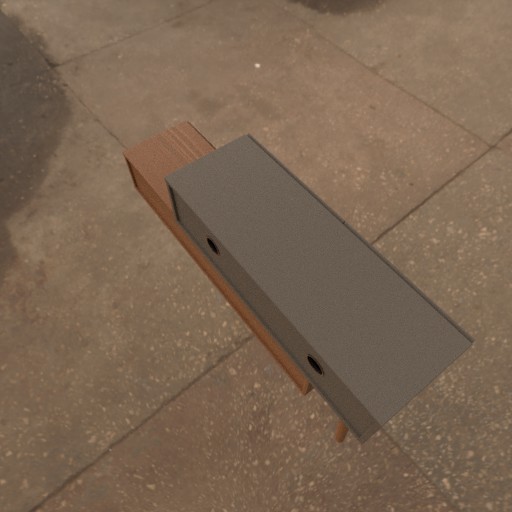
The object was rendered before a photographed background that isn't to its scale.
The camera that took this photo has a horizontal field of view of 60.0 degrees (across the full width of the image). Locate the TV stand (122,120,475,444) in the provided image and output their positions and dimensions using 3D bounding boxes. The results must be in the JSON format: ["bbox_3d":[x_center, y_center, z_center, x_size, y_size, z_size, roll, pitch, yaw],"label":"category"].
[{"bbox_3d":[0.000,0.000,1.556,0.329,0.591,1.336,-33,63,-19],"label":"TV stand"}]
